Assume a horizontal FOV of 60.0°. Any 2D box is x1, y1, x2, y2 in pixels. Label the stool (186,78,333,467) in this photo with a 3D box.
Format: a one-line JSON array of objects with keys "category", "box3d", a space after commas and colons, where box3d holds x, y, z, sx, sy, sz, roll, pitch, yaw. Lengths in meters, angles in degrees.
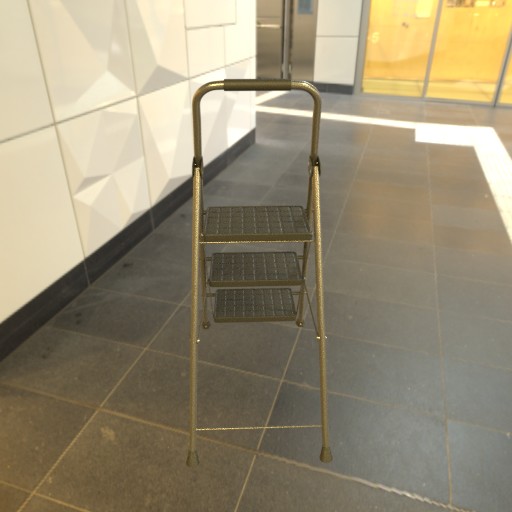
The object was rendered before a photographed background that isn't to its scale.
[{"category": "stool", "box3d": [0.000, 0.000, 1.455, 0.473, 1.121, 0.733, -1, 30, -2]}]
